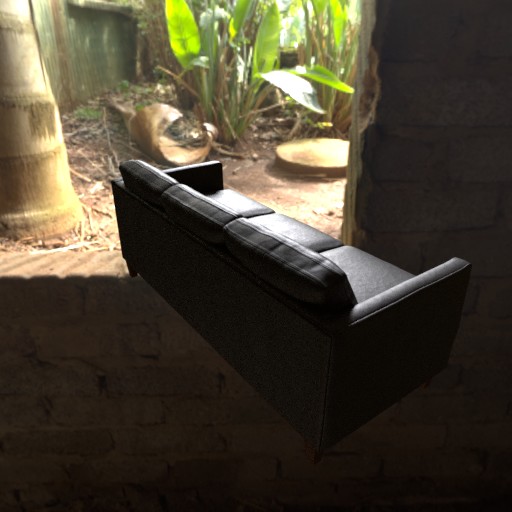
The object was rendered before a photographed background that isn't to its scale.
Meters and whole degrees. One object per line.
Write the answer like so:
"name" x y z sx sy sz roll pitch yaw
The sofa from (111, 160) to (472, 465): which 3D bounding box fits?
"sofa" 0.000 0.000 2.975 1.045 1.006 2.464 -18 32 -32
